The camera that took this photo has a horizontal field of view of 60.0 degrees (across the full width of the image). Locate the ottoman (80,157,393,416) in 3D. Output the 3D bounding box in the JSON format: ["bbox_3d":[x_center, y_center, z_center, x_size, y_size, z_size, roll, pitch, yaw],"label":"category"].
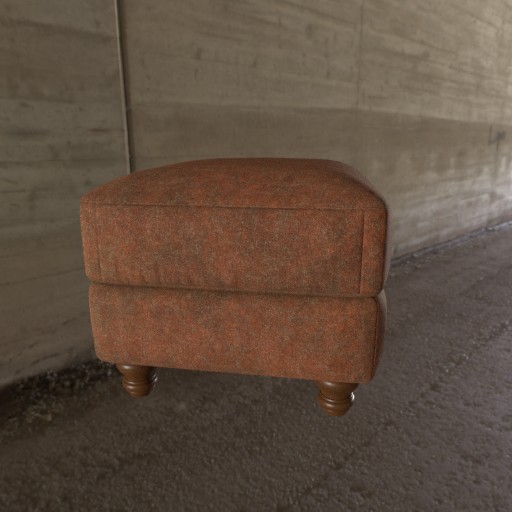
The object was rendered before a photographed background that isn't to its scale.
[{"bbox_3d":[0.000,0.000,1.189,0.635,0.508,0.787,2,15,9],"label":"ottoman"}]
